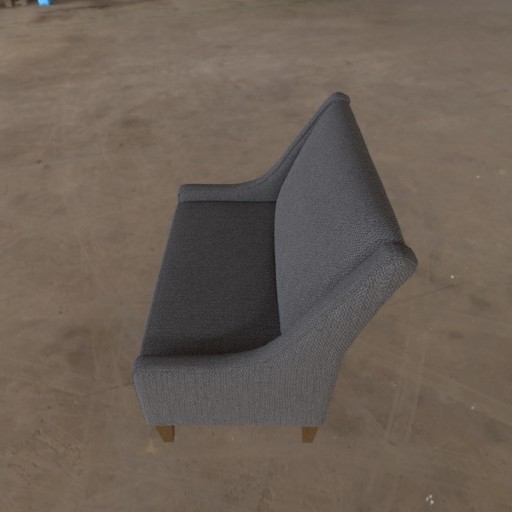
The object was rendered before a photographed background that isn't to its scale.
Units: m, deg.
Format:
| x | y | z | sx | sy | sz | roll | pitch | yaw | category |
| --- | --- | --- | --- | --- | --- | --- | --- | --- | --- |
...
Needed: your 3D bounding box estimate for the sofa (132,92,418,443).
| x | y | z | sx | sy | sz | roll | pitch | yaw | category |
| --- | --- | --- | --- | --- | --- | --- | --- | --- | --- |
| 0.000 | 0.000 | 1.939 | 0.873 | 1.022 | 1.242 | 0 | 40 | 0 | sofa |
